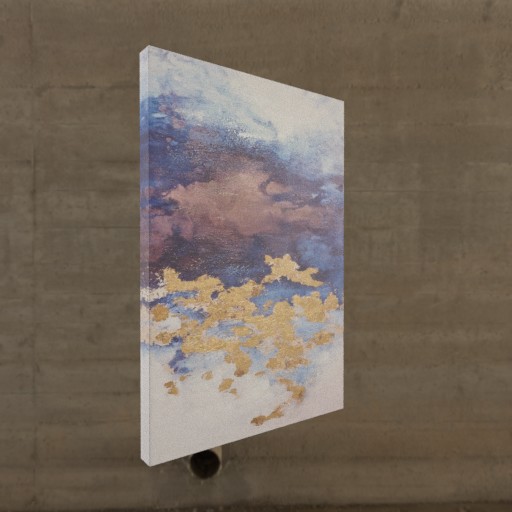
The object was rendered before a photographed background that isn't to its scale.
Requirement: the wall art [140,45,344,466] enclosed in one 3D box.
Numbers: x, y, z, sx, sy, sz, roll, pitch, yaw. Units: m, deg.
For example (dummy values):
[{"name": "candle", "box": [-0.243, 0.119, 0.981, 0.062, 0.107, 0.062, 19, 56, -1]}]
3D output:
[{"name": "wall art", "box": [0.000, 0.000, 1.108, 0.583, 0.874, 0.048, 0, 1, -36]}]
